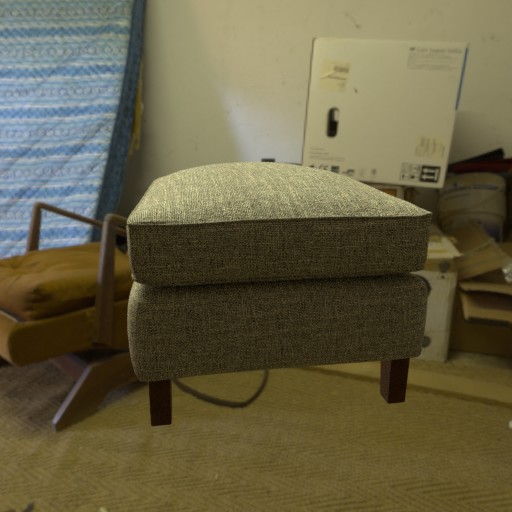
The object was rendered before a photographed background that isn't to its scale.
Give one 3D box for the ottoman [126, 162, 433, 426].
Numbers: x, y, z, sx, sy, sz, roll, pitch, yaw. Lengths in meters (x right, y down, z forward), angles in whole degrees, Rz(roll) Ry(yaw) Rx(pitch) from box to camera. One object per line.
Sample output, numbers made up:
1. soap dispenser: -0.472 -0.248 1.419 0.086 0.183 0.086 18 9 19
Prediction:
1. ottoman: 0.000 0.000 0.992 0.508 0.406 0.686 -2 15 -9
